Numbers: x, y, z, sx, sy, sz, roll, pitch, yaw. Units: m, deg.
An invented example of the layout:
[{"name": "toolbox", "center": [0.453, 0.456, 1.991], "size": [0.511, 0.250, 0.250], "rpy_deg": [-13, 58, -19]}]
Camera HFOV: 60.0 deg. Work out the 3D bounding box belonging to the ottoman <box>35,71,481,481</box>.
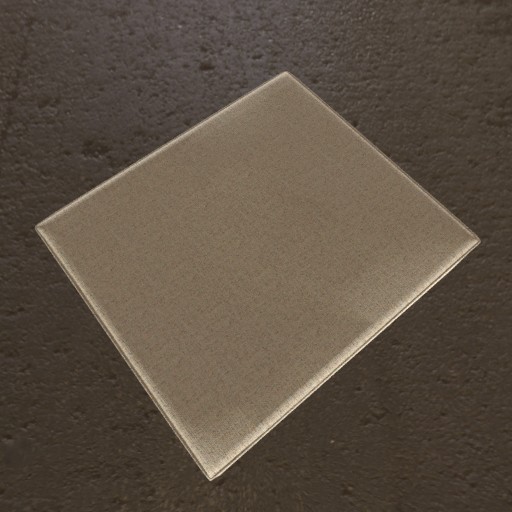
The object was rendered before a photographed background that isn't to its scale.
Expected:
[{"name": "ottoman", "center": [0.000, 0.000, 1.216], "size": [0.835, 0.303, 0.736], "rpy_deg": [-37, 71, -15]}]
